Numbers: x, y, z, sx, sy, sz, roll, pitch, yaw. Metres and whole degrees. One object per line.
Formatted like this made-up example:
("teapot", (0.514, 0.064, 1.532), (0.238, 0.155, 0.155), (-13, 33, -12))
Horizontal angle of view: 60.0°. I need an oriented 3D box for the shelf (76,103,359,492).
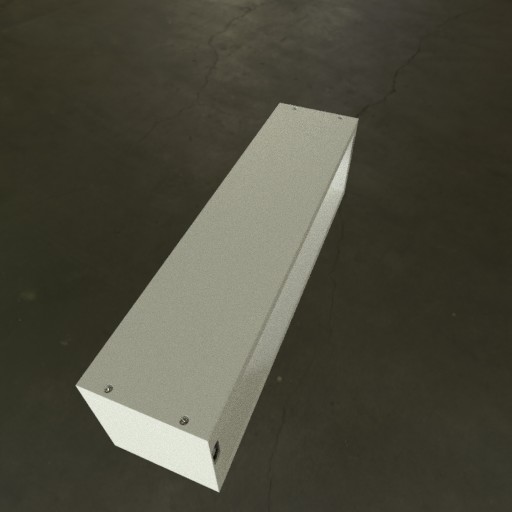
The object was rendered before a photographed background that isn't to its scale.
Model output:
("shelf", (0.000, 0.000, 0.684), (0.150, 0.170, 0.610), (17, 50, 15))
